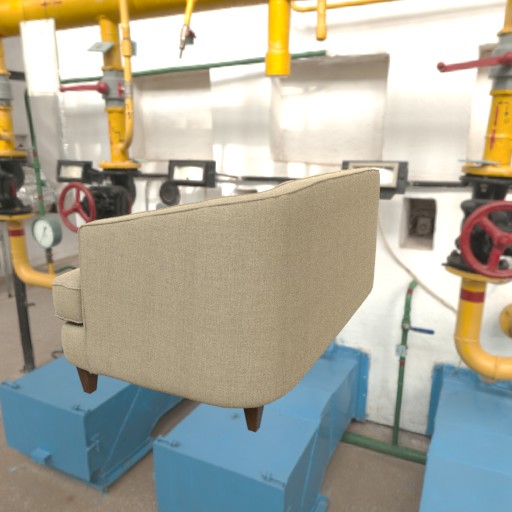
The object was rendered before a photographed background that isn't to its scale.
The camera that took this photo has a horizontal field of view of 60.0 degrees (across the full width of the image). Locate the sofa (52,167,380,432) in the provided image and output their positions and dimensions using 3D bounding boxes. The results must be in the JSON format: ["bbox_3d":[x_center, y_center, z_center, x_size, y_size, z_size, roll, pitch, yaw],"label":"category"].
[{"bbox_3d":[0.000,0.000,2.222,0.941,0.855,1.733,7,16,26],"label":"sofa"}]
